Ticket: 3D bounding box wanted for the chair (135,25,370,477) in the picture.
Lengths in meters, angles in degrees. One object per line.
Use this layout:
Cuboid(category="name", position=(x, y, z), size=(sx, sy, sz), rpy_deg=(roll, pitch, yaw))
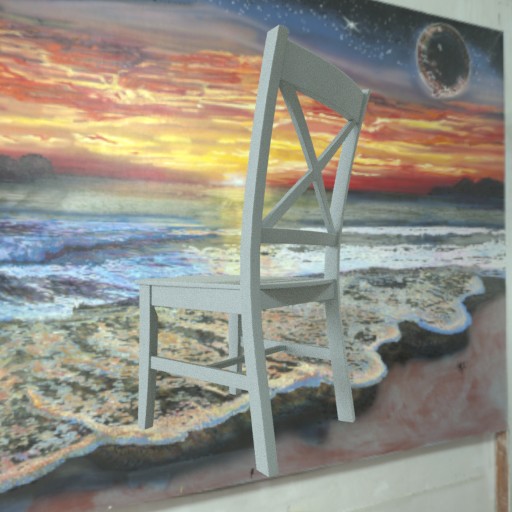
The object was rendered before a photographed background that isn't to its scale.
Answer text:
Cuboid(category="chair", position=(0.000, 0.000, 1.283), size=(0.542, 0.983, 0.485), rpy_deg=(0, 0, 37))
